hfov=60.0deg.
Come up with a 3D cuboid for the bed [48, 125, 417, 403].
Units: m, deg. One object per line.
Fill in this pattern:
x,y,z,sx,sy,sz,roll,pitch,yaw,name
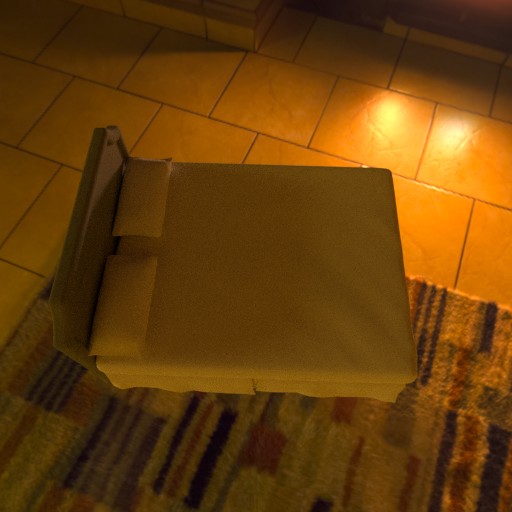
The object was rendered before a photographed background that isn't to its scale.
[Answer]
0.000,0.000,3.534,2.464,1.306,1.977,2,63,1,bed
